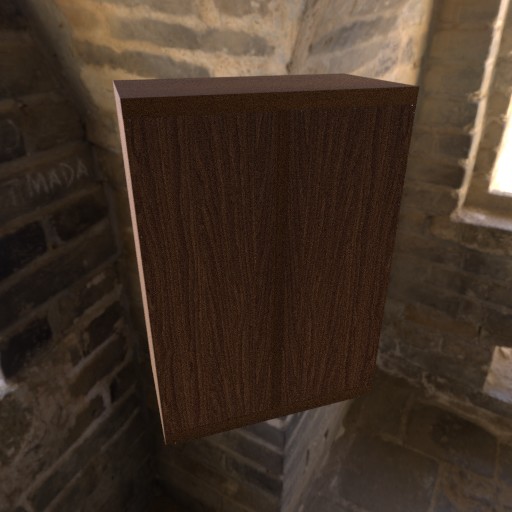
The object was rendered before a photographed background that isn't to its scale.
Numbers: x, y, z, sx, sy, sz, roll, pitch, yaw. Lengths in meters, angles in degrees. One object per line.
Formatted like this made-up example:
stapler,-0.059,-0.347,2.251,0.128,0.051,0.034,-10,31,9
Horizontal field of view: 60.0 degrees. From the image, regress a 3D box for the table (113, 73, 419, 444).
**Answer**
table,0.000,0.000,1.769,0.901,1.294,0.524,-8,28,-16
